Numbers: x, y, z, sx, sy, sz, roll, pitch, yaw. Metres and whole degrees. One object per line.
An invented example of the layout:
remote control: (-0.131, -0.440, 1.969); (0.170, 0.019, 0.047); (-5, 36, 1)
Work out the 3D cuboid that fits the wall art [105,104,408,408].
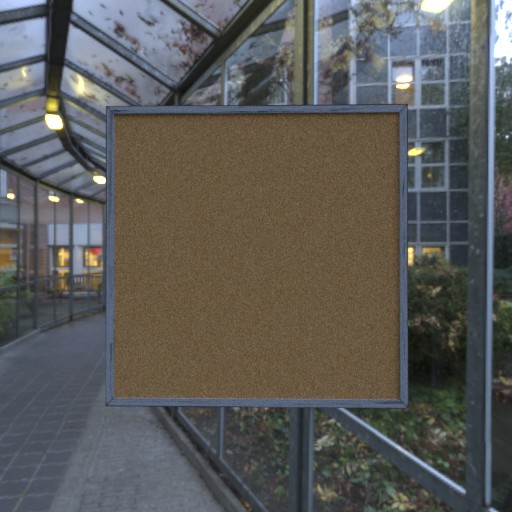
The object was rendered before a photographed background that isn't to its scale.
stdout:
wall art: (0.000, 0.000, 1.134); (0.761, 0.761, 0.037); (0, 0, 1)
